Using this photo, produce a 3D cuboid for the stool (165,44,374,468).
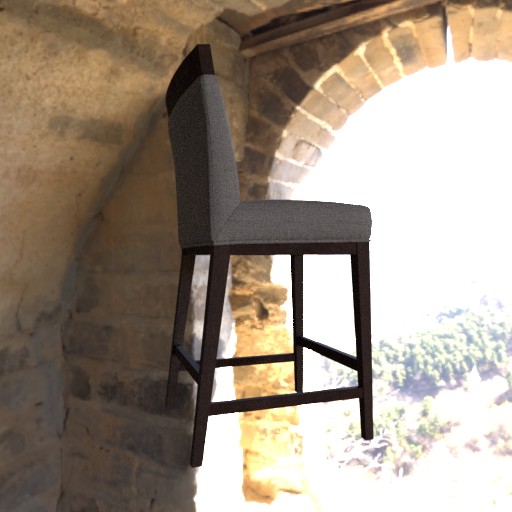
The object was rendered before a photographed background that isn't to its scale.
[{"bbox_3d":[0.000,0.000,1.360,0.531,1.009,0.512,0,0,-19],"label":"stool"}]
